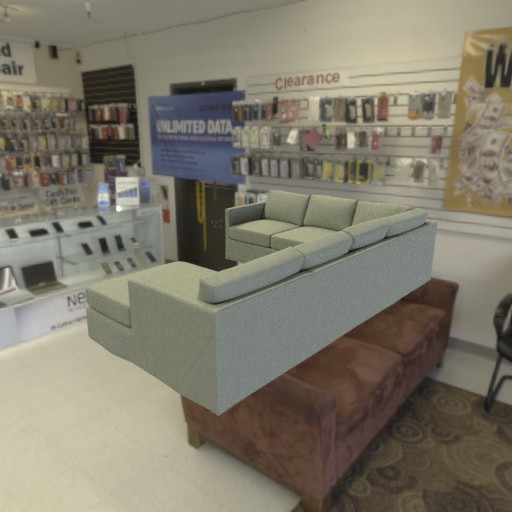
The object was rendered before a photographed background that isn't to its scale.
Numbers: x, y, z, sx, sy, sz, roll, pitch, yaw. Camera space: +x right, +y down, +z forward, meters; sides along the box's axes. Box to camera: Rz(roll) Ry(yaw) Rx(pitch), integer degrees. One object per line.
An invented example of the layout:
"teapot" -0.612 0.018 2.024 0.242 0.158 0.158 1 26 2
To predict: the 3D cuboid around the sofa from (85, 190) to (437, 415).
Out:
"sofa" 0.000 0.000 4.611 2.427 0.882 3.460 14 21 40
